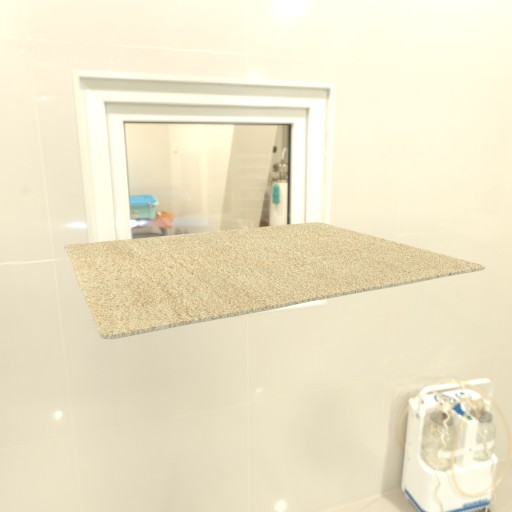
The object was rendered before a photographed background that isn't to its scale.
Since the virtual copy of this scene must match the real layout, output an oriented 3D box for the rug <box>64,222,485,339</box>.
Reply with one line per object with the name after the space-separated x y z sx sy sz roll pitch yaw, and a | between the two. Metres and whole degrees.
0.000 0.000 3.959 3.001 0.025 2.401 -7 16 -26 | rug
